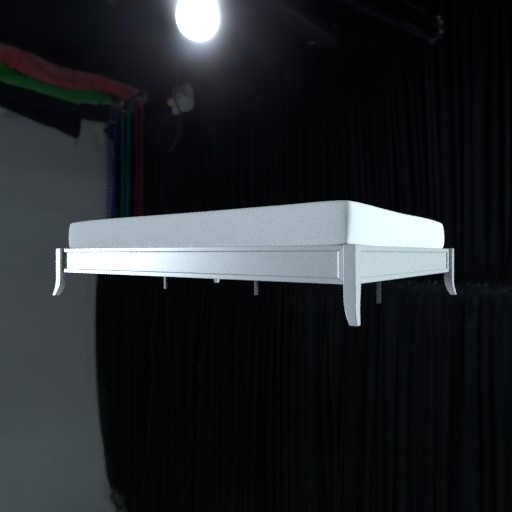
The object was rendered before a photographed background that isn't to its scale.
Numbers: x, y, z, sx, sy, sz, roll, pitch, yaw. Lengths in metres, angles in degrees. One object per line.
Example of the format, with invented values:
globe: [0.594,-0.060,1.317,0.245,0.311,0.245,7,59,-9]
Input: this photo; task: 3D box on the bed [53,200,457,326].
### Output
bed: [0.000,0.000,2.902,2.108,0.510,1.604,0,0,36]
